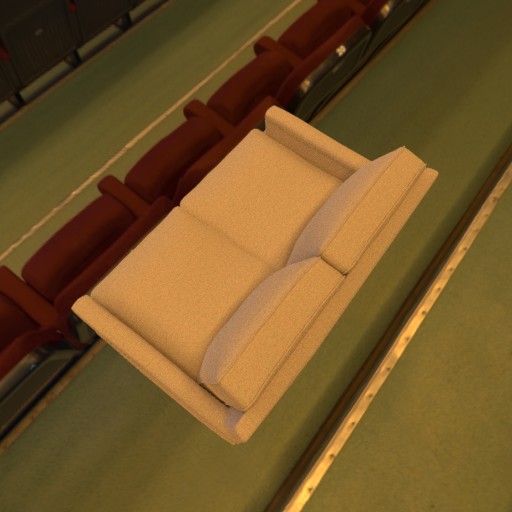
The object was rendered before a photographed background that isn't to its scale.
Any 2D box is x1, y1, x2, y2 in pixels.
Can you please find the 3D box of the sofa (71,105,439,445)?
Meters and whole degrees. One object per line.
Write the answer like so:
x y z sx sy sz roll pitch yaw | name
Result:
0.000 0.000 2.307 1.084 1.003 1.597 35 69 15 | sofa
